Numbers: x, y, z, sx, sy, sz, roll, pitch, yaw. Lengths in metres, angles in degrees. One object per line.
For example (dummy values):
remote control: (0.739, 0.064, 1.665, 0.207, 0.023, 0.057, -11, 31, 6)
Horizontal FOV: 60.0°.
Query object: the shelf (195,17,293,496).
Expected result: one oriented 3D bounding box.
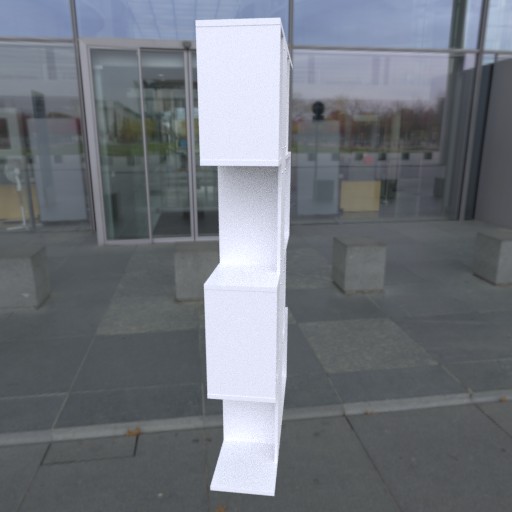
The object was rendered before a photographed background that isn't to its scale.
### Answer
shelf: (0.000, 0.000, 1.917, 0.250, 1.650, 0.890, 2, 15, 7)
